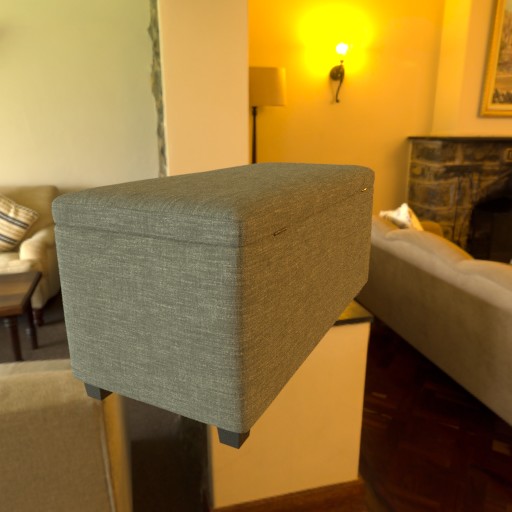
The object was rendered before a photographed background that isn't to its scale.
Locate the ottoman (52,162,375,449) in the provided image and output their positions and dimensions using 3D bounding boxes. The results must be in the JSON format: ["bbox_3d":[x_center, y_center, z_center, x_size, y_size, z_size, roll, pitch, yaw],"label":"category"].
[{"bbox_3d":[0.000,0.000,1.139,0.419,0.432,0.902,8,18,25],"label":"ottoman"}]
